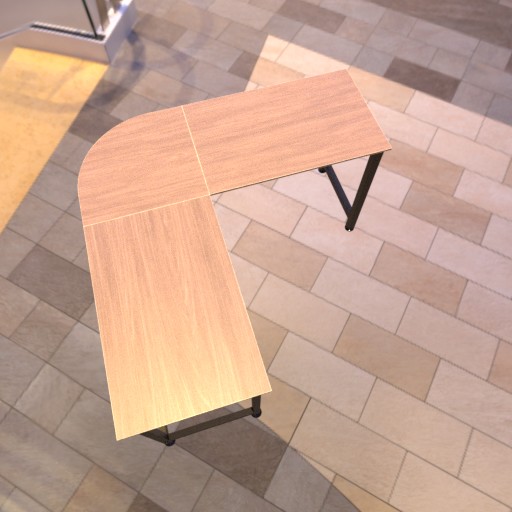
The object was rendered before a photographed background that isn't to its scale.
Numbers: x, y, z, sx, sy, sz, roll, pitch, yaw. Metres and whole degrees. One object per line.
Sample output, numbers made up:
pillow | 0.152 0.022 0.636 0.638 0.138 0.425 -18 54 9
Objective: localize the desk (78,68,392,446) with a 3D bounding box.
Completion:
desk | 0.000 0.000 2.202 1.400 0.762 1.400 -15 64 -8
